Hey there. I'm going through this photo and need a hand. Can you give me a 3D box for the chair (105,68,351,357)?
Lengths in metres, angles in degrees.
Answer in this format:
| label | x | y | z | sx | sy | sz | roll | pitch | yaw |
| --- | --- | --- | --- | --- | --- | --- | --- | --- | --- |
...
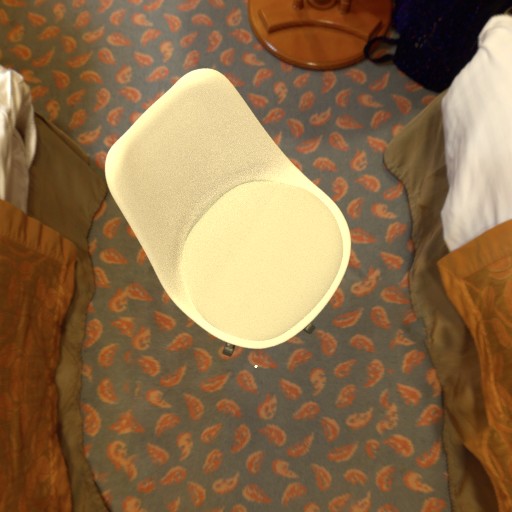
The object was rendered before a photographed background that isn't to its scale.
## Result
| label | x | y | z | sx | sy | sz | roll | pitch | yaw |
| --- | --- | --- | --- | --- | --- | --- | --- | --- | --- |
| chair | 0.000 | 0.000 | 1.247 | 0.550 | 0.930 | 0.550 | 39 | 79 | 9 |
